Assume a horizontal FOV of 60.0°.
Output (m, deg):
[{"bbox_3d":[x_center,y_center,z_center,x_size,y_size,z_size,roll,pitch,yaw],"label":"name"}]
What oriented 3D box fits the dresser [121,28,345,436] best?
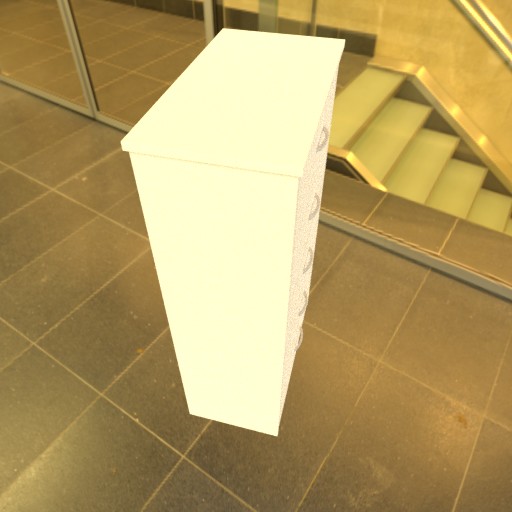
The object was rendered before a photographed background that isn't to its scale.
[{"bbox_3d":[0.000,0.000,1.570,0.399,1.255,0.704,10,46,10],"label":"dresser"}]
